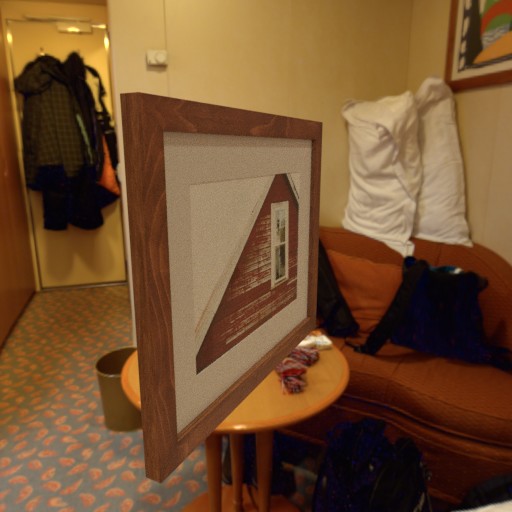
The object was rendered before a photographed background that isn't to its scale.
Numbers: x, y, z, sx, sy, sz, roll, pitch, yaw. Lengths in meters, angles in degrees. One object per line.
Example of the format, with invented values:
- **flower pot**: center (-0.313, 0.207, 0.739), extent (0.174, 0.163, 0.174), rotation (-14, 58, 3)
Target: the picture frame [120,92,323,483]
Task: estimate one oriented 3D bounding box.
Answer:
- **picture frame**: center (0.000, 0.000, 0.742), extent (0.025, 0.457, 0.559), rotation (7, 15, 26)
